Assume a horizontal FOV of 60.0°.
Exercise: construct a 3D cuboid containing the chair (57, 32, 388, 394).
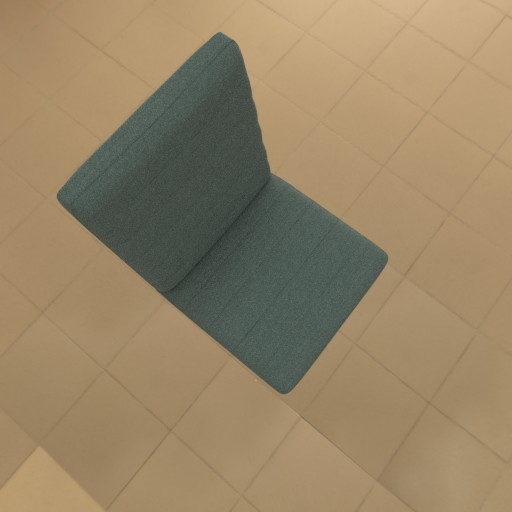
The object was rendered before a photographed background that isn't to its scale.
[{"bbox_3d":[0.000,0.000,1.297,0.634,0.930,0.520,38,78,10],"label":"chair"}]
